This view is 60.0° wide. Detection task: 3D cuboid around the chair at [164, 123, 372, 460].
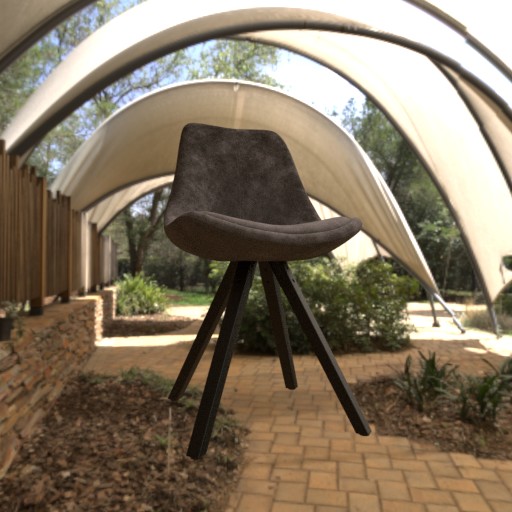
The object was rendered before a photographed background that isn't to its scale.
[{"bbox_3d":[0.000,0.000,1.195,0.485,0.850,0.550,0,-1,-18],"label":"chair"}]
